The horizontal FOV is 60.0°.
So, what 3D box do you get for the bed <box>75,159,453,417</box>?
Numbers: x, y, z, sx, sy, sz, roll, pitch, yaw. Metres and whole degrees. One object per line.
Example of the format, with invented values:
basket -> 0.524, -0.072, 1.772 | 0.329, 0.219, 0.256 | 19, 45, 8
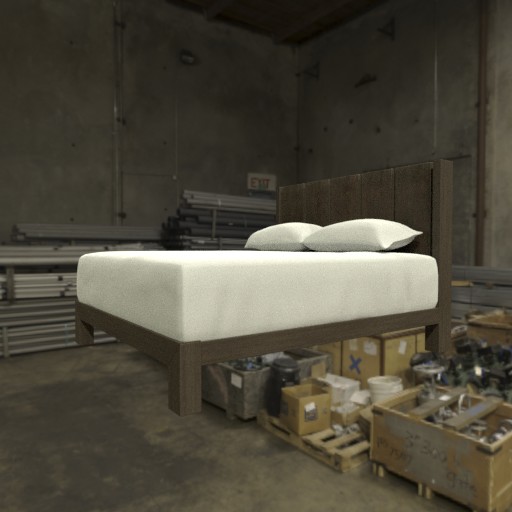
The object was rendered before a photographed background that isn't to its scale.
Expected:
bed -> 0.000, 0.000, 3.079 | 1.992, 1.261, 1.735 | -1, 2, -36
